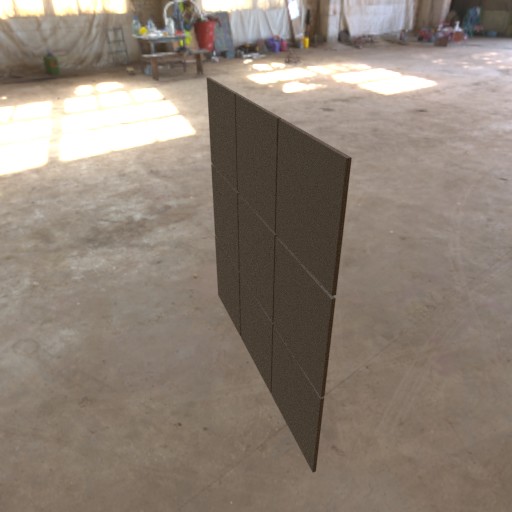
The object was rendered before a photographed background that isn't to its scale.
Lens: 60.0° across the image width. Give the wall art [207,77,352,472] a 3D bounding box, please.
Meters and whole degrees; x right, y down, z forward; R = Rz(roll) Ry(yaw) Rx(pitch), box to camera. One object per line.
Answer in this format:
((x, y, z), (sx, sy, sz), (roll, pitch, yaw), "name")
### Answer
((0.000, 0.000, 1.841), (0.013, 1.216, 1.216), (-11, 33, -18), "wall art")
